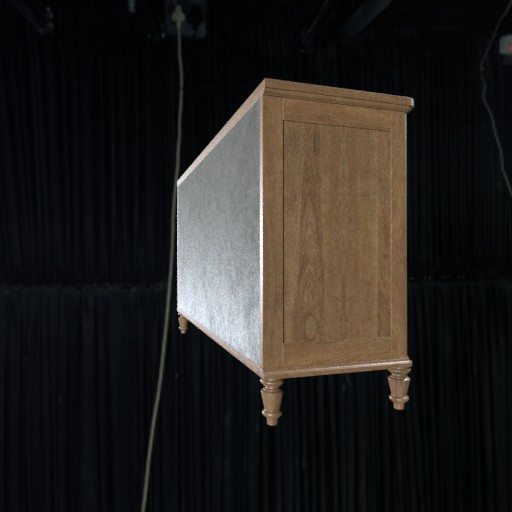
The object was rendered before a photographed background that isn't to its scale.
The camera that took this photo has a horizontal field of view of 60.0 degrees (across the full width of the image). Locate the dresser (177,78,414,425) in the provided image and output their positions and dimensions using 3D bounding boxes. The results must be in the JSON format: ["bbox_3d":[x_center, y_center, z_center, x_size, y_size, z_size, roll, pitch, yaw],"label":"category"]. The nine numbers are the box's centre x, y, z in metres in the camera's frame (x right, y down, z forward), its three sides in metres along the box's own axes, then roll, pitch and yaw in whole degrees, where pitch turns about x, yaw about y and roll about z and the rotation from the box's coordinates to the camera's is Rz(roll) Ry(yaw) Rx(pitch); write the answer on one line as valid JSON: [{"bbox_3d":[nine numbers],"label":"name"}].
[{"bbox_3d":[0.000,0.000,1.946,0.468,0.892,1.583,0,0,-18],"label":"dresser"}]
